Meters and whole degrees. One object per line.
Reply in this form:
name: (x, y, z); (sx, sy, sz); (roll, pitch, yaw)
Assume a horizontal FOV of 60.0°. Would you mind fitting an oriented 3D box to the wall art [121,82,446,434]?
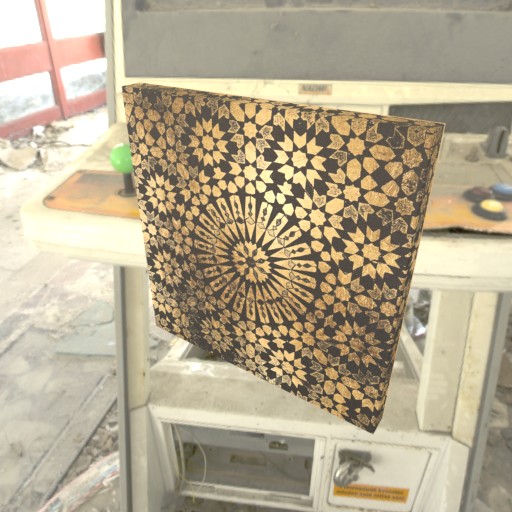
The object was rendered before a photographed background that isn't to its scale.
wall art: (0.000, 0.000, 0.603); (0.405, 0.405, 0.038); (19, 35, 29)
